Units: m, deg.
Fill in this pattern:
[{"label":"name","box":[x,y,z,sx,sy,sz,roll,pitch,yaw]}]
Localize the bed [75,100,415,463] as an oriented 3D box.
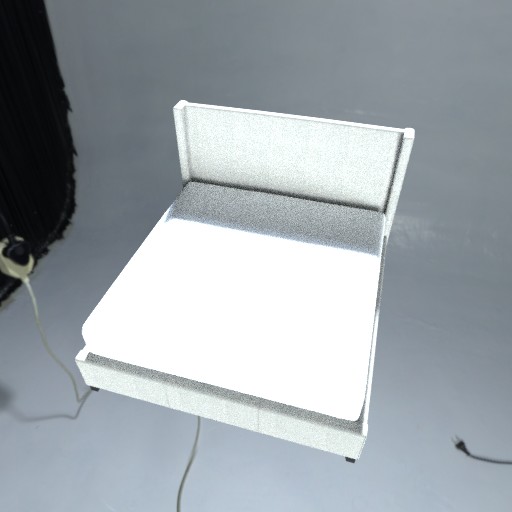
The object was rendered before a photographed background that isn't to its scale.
[{"label":"bed","box":[0.000,0.000,3.643,2.140,1.470,2.280,11,43,12]}]
